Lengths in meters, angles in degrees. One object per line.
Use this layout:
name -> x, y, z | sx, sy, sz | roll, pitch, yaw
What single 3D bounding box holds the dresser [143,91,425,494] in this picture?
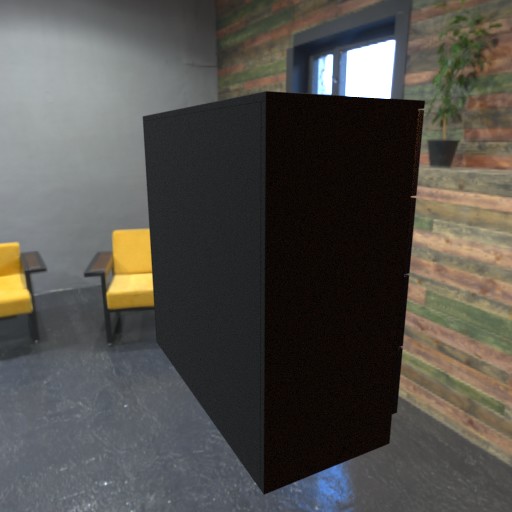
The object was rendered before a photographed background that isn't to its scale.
dresser -> 0.000, 0.000, 1.151 | 0.360, 0.720, 0.750 | -7, 16, -27
